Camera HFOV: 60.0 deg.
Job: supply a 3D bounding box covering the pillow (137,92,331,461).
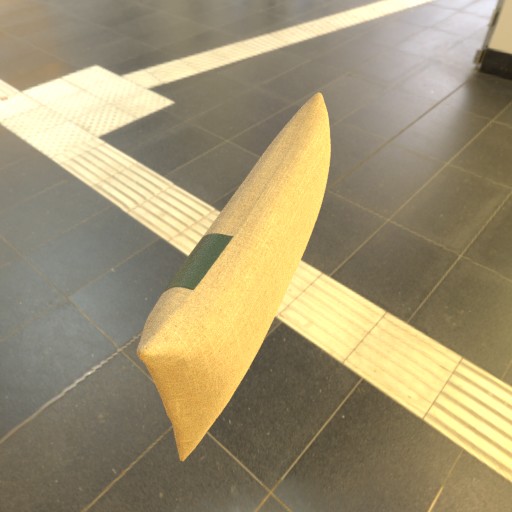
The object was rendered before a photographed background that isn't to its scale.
[{"bbox_3d":[0.000,0.000,1.038,0.197,0.429,0.859,16,47,16],"label":"pillow"}]
